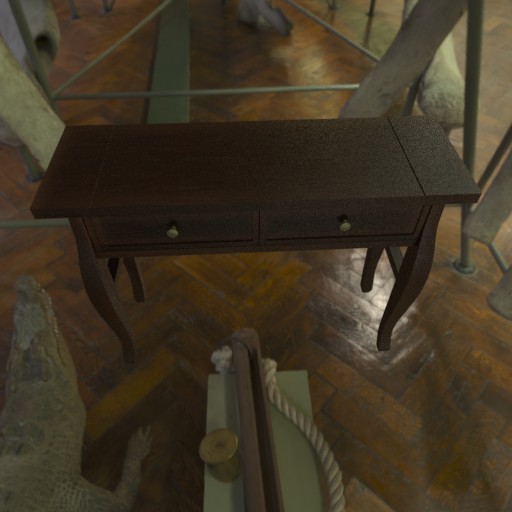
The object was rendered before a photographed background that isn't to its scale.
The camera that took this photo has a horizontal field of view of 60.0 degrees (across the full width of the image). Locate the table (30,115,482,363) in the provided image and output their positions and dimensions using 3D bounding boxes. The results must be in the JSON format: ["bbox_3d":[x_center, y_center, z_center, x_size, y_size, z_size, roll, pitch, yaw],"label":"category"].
[{"bbox_3d":[0.000,0.000,1.440,1.062,0.768,0.373,-2,48,-2],"label":"table"}]
